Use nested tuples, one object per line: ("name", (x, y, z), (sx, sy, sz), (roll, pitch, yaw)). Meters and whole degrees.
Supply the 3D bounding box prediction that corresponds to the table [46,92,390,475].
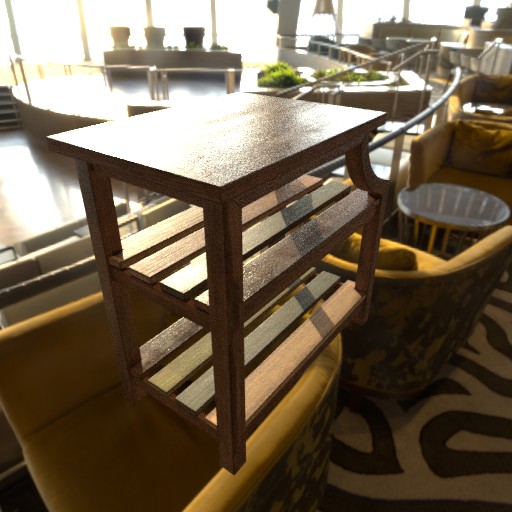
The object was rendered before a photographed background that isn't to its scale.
("table", (0.000, 0.000, 0.949), (0.356, 0.584, 0.609), (21, 36, 31))
